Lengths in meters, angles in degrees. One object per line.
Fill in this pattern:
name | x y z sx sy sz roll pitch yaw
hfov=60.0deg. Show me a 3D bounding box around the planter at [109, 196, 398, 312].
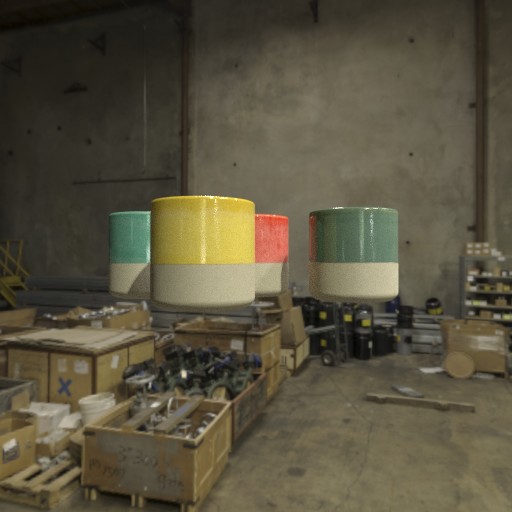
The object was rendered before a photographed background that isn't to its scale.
planter | 0.000 0.000 0.420 0.257 0.075 0.286 0 0 19
